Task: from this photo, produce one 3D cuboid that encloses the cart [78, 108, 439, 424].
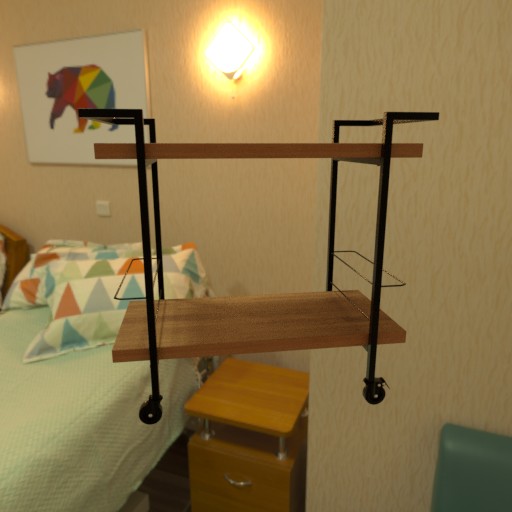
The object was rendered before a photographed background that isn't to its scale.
[{"bbox_3d":[0.000,0.000,1.262,0.806,0.762,0.406,-2,14,-8],"label":"cart"}]
